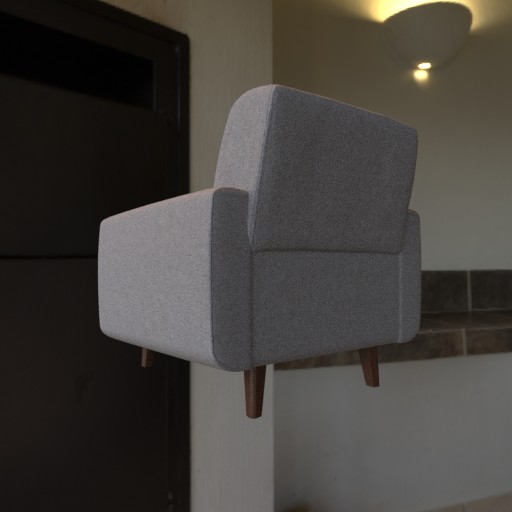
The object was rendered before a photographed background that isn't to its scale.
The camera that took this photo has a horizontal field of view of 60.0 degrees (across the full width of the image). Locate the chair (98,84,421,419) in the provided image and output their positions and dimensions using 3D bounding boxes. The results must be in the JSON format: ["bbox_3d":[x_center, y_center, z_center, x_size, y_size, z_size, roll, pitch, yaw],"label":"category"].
[{"bbox_3d":[0.000,0.000,1.544,0.831,0.839,0.907,1,-1,-37],"label":"chair"}]
